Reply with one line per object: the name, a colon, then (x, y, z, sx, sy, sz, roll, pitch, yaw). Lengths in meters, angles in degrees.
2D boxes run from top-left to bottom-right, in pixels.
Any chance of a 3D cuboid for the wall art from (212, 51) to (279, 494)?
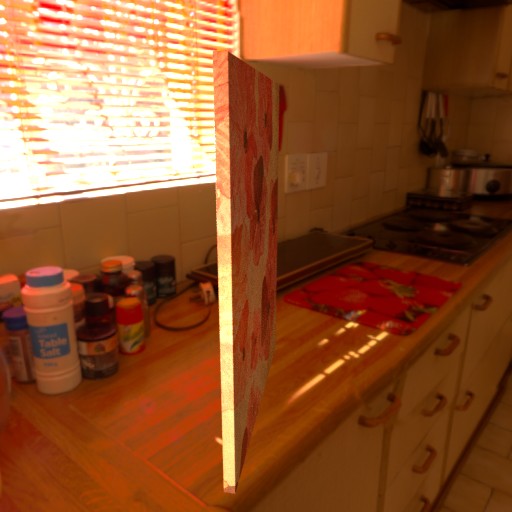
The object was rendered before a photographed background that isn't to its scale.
wall art: (0.000, 0.000, 1.321, 0.031, 1.015, 0.762, 3, 17, 10)
